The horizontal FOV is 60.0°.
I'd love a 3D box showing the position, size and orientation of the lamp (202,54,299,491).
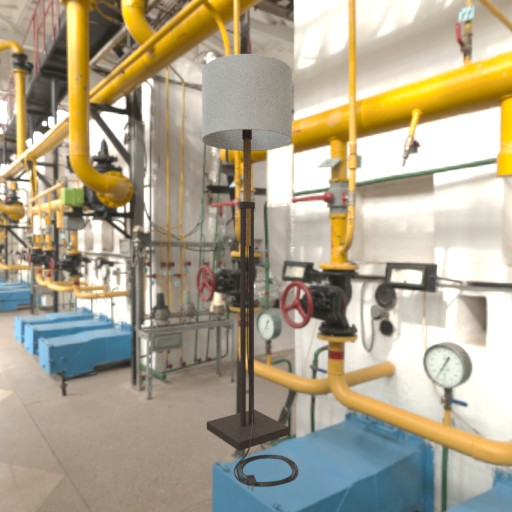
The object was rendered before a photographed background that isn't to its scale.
[{"bbox_3d":[0.000,0.000,1.911,0.474,1.650,0.639,-1,1,-36],"label":"lamp"}]
